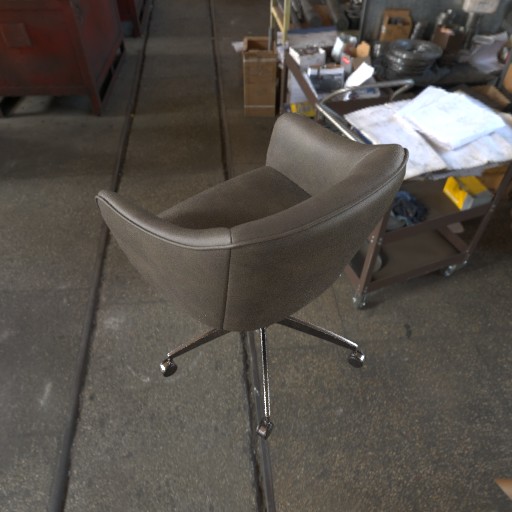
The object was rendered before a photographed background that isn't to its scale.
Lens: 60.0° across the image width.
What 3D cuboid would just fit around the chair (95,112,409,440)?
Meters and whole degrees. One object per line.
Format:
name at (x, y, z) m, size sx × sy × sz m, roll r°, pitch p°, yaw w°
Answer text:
chair at (0.000, 0.000, 1.335) m, size 0.713 × 0.827 × 0.689 m, roll -31°, pitch 53°, yaw -26°
